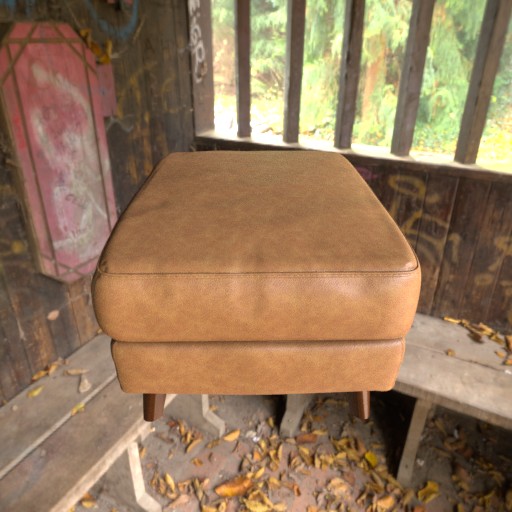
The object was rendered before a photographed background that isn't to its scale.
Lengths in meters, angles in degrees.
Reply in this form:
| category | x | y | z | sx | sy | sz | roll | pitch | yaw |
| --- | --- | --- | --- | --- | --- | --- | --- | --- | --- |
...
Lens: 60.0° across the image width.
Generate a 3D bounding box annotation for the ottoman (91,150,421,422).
| category | x | y | z | sx | sy | sz | roll | pitch | yaw |
| --- | --- | --- | --- | --- | --- | --- | --- | --- | --- |
| ottoman | 0.000 | 0.000 | 1.210 | 0.630 | 0.461 | 0.869 | 0 | 27 | -1 |
